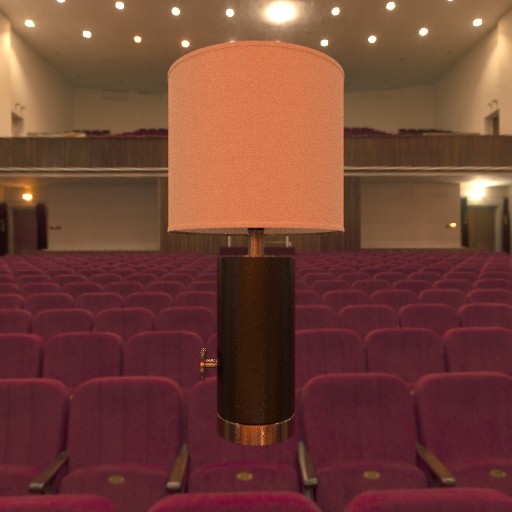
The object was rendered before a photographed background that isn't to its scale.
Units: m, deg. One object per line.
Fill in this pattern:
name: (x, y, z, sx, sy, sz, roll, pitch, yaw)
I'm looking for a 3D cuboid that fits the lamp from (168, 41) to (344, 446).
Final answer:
lamp: (0.000, 0.000, 0.616, 0.240, 0.482, 0.241, 0, 0, -1)
